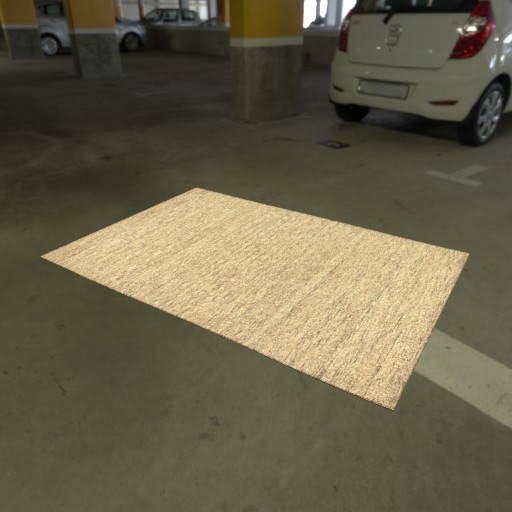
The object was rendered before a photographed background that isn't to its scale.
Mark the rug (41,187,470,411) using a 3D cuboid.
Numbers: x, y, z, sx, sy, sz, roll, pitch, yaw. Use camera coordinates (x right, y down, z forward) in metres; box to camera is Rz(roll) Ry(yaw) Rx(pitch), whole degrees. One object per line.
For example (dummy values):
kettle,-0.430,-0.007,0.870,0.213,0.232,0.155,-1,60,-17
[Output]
rug,0.000,0.000,2.838,2.283,0.013,1.547,17,33,29
